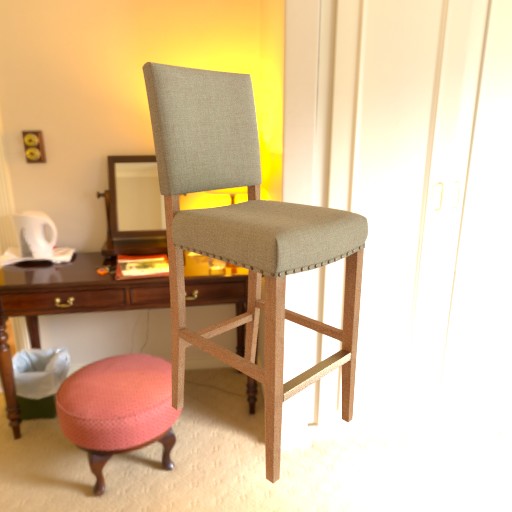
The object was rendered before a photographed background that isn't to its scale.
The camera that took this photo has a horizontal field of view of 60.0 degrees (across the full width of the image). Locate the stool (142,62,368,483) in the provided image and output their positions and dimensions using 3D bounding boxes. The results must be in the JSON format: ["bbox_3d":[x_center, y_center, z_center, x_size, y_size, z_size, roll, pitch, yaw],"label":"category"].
[{"bbox_3d":[0.000,0.000,1.478,0.585,1.203,0.445,15,22,42],"label":"stool"}]
